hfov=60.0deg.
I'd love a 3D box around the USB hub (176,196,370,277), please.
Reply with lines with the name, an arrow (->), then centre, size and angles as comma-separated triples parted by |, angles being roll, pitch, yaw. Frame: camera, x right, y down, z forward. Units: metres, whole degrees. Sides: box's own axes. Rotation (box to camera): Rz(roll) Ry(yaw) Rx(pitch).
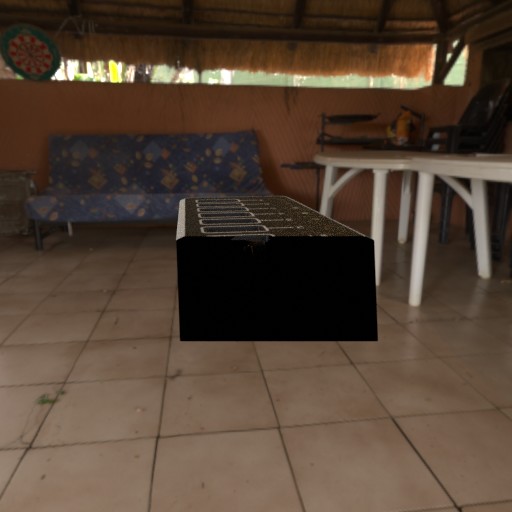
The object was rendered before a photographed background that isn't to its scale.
USB hub -> 0.000, 0.000, 0.130 | 0.044, 0.023, 0.110 | -2, 14, -9
